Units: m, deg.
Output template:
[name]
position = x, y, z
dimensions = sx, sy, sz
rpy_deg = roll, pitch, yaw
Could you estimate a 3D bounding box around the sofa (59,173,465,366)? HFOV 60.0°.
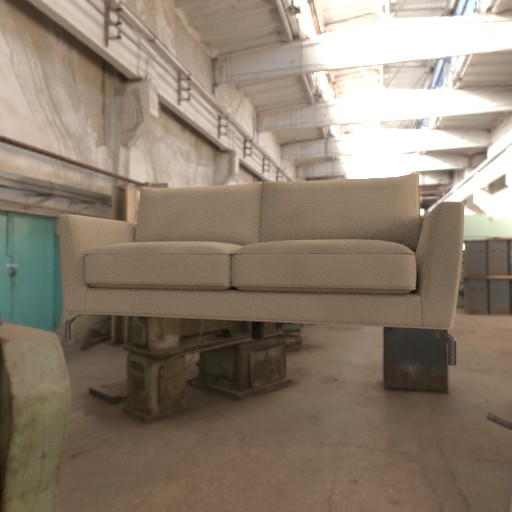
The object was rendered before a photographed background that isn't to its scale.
[sofa]
position = 0.000, 0.000, 2.699
dimensions = 2.214, 1.005, 0.868
rpy_deg = 0, 0, 17
